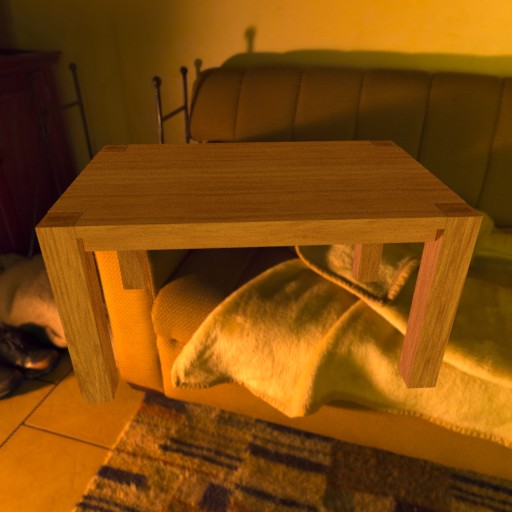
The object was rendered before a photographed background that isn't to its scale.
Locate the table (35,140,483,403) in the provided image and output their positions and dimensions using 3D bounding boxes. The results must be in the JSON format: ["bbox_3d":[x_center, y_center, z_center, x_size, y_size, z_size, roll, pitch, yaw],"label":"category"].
[{"bbox_3d":[0.000,0.000,1.957,1.400,0.760,0.900,-2,30,-3],"label":"table"}]
